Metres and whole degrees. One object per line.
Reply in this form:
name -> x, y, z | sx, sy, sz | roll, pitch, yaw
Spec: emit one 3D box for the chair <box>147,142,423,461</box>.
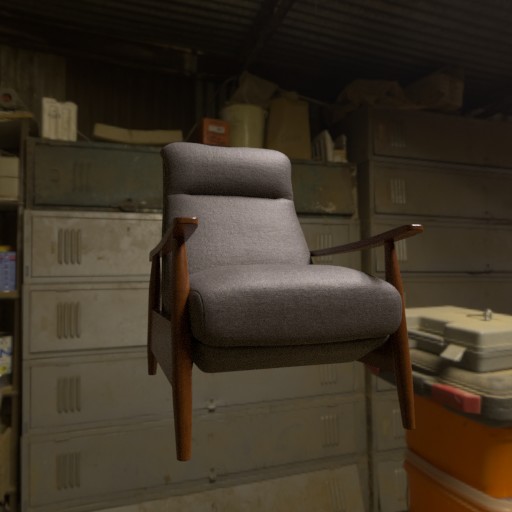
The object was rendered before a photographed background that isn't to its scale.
chair -> 0.000, 0.000, 1.720 | 0.762, 1.081, 1.014 | 0, -1, -18
